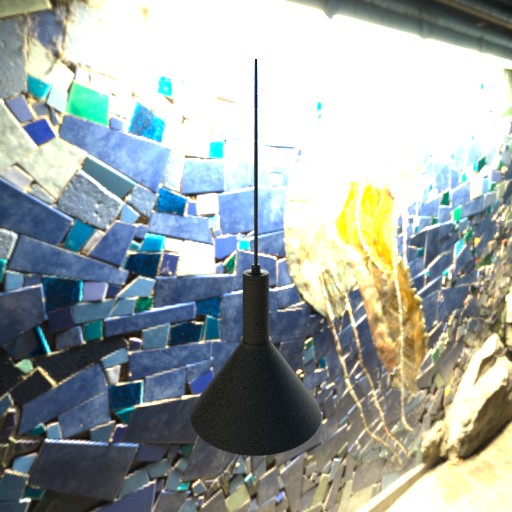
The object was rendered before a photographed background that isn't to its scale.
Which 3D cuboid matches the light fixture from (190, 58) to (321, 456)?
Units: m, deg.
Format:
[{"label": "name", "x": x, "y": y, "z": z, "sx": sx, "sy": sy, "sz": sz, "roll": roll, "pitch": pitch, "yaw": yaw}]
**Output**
[{"label": "light fixture", "x": 0.000, "y": 0.000, "z": 0.828, "sx": 0.267, "sy": 0.683, "sz": 0.267, "roll": -7, "pitch": 16, "yaw": -25}]
